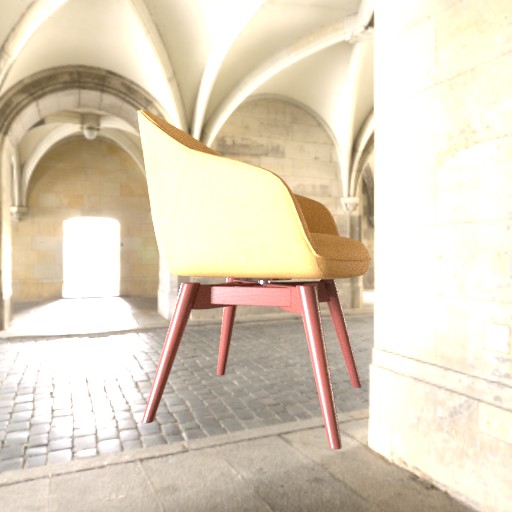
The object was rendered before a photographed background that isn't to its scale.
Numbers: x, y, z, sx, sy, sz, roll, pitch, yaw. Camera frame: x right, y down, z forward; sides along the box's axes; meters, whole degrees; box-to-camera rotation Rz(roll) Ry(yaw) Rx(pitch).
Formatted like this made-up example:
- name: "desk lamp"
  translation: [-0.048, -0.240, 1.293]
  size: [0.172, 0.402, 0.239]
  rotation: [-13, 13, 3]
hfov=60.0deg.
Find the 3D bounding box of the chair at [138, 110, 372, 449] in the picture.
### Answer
- name: "chair"
  translation: [0.000, 0.000, 1.256]
  size: [0.635, 0.823, 0.596]
  rotation: [0, 0, 18]
